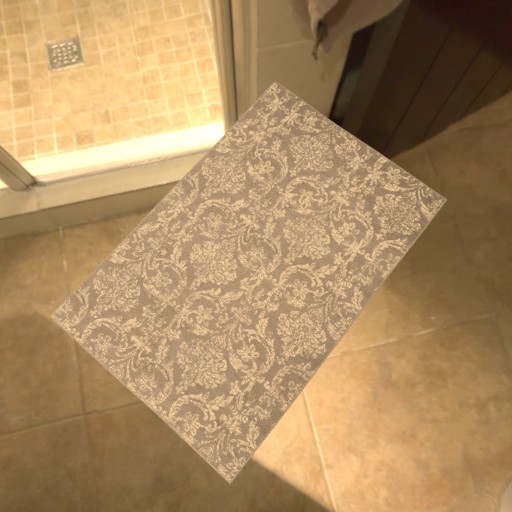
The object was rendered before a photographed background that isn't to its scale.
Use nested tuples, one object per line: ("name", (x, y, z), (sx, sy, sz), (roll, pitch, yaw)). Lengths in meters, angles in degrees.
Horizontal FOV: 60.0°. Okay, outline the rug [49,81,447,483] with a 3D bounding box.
("rug", (0.000, 0.000, 3.510), (1.819, 0.018, 2.746), (38, 77, 10))
